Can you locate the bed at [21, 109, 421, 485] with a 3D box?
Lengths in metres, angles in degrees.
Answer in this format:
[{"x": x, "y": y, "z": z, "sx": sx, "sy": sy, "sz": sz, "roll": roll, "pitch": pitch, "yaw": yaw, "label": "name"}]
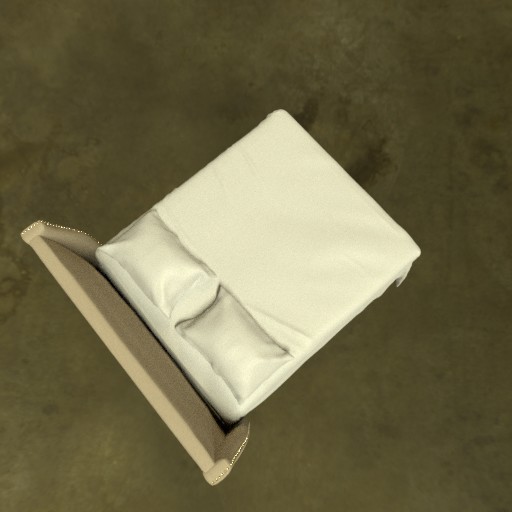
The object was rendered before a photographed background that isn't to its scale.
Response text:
[{"x": 0.000, "y": 0.000, "z": 3.380, "sx": 2.276, "sy": 1.332, "sz": 1.925, "roll": -40, "pitch": 79, "yaw": -9, "label": "bed"}]
